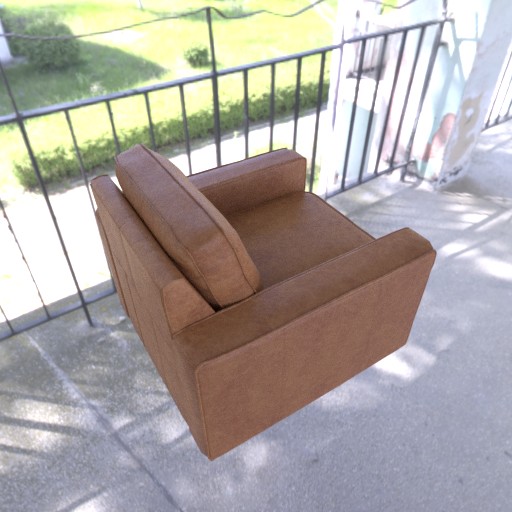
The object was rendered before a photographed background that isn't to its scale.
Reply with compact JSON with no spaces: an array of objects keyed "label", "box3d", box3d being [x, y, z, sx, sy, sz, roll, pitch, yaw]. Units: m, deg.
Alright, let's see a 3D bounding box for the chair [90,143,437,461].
[{"label":"chair","box3d":[0.000,0.000,1.783,1.027,0.901,0.987,-25,46,-26]}]
